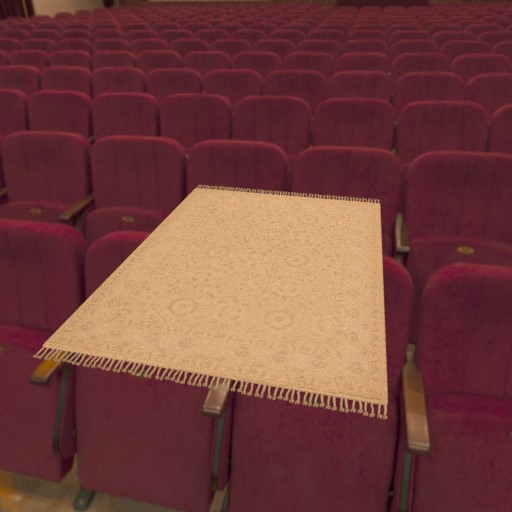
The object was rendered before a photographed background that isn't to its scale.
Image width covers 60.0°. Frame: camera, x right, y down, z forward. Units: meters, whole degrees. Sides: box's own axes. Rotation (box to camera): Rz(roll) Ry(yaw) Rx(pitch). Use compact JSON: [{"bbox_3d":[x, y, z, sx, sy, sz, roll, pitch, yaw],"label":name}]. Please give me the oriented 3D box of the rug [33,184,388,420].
[{"bbox_3d":[0.000,0.000,2.205,1.223,0.015,1.771,6,30,11],"label":"rug"}]
